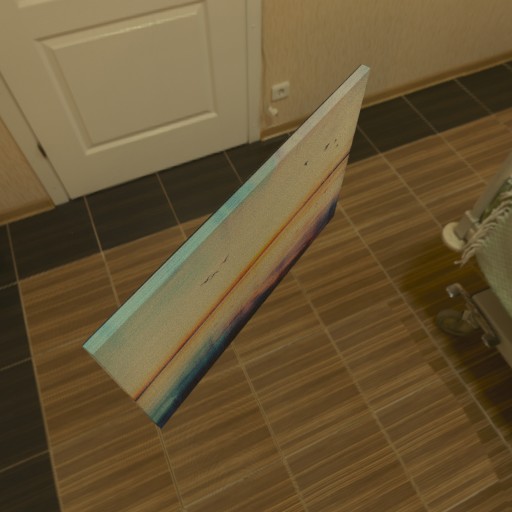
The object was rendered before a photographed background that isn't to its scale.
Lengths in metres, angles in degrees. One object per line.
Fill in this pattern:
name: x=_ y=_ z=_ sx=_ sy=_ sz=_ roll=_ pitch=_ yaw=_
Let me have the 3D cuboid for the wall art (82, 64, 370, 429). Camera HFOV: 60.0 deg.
wall art: x=0.000 y=0.000 z=0.770 sx=0.018 sy=0.402 sz=0.604 roll=32 pitch=64 yaw=18
